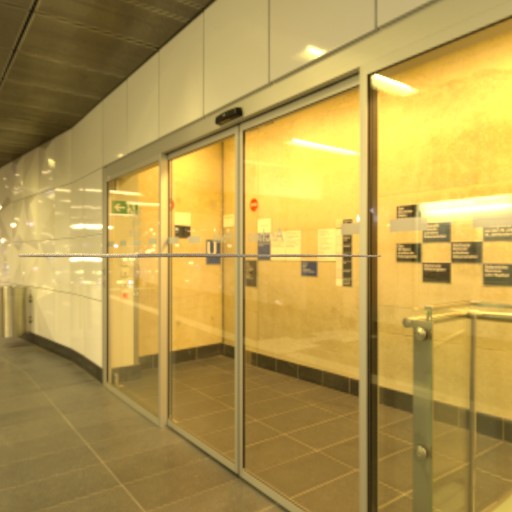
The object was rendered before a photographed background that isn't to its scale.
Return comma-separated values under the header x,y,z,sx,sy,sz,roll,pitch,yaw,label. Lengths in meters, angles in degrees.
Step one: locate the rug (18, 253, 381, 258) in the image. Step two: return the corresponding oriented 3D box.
x,y,z,sx,sy,sz,roll,pitch,yaw,label
0.000,0.000,2.349,0.645,0.015,2.182,0,0,34,rug
